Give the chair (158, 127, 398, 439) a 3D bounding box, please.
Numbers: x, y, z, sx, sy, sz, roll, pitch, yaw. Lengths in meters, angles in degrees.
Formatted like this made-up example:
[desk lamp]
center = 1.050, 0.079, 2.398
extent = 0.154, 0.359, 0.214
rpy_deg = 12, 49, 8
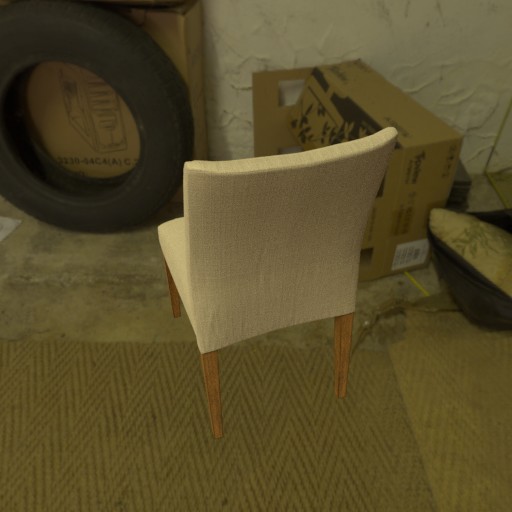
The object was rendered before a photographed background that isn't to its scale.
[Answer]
[chair]
center = 0.000, 0.000, 1.294
extent = 0.496, 0.940, 0.585
rpy_deg = -13, 43, -14
